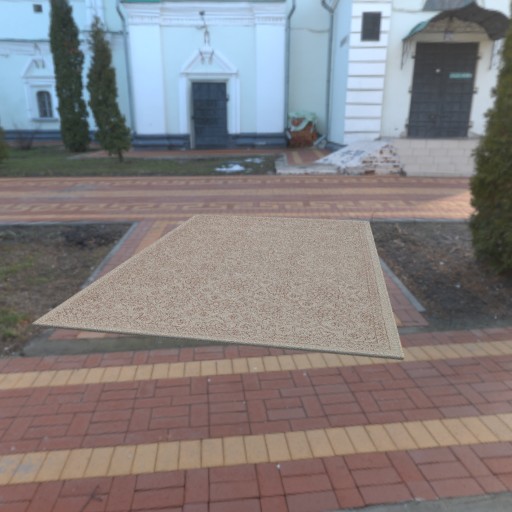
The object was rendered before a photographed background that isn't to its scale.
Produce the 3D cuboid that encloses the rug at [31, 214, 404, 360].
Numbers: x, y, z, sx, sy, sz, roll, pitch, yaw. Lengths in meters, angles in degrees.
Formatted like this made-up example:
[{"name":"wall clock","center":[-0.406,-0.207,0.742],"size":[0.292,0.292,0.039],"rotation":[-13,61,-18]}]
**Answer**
[{"name":"rug","center":[0.000,0.000,2.252],"size":[1.219,0.010,1.829],"rotation":[3,18,10]}]
